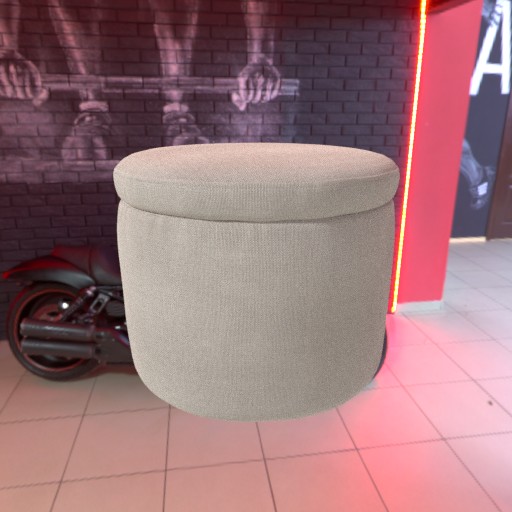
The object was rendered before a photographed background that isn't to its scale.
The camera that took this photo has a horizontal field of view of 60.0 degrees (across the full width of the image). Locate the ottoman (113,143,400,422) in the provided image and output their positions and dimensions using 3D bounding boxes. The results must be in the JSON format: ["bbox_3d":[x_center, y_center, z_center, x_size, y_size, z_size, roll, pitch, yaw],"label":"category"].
[{"bbox_3d":[0.000,0.000,0.846,0.497,0.409,0.497,0,18,0],"label":"ottoman"}]
